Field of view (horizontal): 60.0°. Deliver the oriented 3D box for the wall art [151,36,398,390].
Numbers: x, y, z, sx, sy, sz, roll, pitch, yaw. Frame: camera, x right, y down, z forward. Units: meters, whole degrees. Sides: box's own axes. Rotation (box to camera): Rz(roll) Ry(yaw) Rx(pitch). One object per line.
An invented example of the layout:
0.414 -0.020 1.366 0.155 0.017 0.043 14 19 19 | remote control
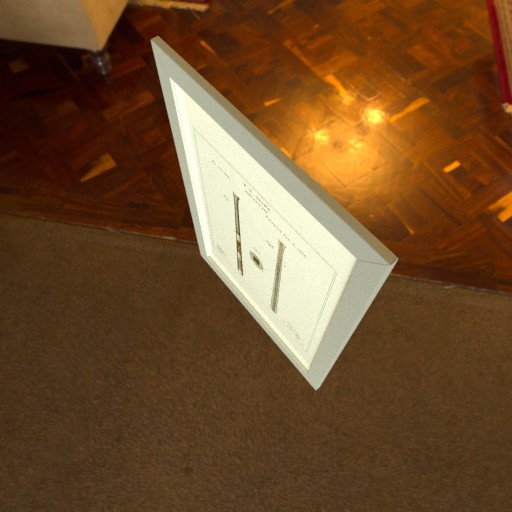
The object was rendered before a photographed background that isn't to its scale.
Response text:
0.000 0.000 0.677 0.012 0.529 0.374 -36 68 -17 | wall art
